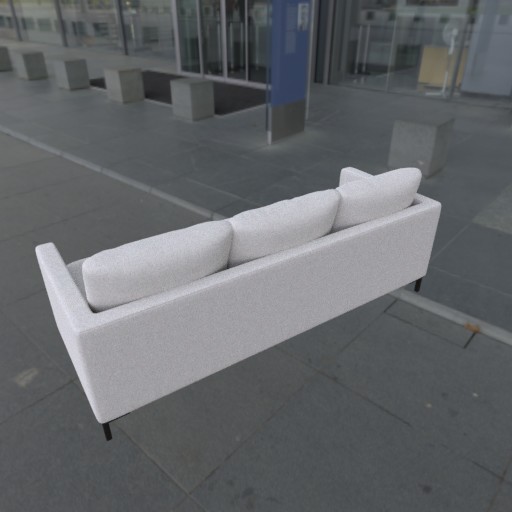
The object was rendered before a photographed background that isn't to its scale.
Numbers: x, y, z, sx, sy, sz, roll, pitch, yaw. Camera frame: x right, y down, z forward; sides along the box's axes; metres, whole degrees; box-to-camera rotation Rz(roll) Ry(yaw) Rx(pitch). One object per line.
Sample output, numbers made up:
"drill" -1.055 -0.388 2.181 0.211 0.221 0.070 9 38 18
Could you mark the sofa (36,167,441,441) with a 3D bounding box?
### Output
"sofa" 0.000 0.000 2.631 2.218 0.874 0.859 -19 35 -28
